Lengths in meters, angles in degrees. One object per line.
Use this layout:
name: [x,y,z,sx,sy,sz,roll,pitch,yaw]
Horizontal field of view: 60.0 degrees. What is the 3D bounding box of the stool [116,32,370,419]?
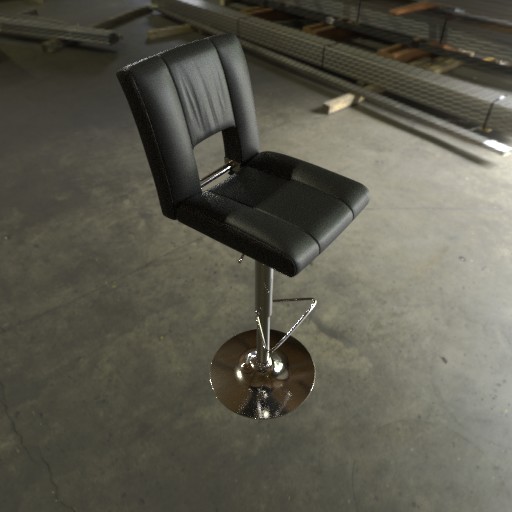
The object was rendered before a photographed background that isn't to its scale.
stool: [0.000,0.000,1.374,0.520,1.151,0.415,26,47,27]
